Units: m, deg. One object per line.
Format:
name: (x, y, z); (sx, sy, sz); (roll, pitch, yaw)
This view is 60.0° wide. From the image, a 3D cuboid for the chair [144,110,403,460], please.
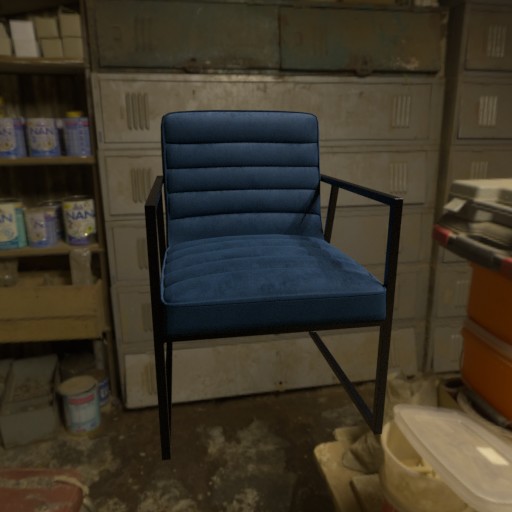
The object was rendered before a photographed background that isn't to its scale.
chair: (0.000, 0.000, 1.296); (0.571, 0.833, 0.677); (-3, 16, -9)
